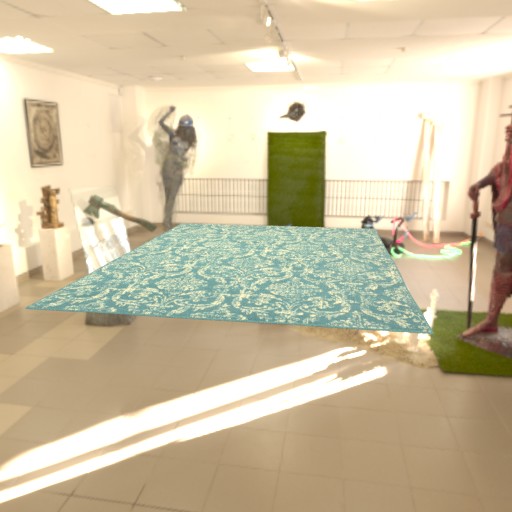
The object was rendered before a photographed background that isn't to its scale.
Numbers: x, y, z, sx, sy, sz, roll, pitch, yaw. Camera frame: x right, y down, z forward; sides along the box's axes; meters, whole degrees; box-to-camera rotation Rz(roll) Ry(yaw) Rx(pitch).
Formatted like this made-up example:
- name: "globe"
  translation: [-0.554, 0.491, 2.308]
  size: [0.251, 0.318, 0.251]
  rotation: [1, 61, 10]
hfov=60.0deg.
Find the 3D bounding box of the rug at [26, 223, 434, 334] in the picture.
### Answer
- name: "rug"
  translation: [0.000, 0.000, 3.930]
  size: [2.363, 0.012, 2.980]
  rotation: [2, 14, 9]
